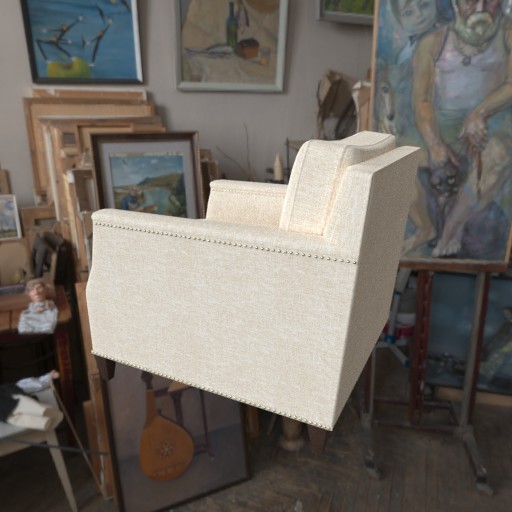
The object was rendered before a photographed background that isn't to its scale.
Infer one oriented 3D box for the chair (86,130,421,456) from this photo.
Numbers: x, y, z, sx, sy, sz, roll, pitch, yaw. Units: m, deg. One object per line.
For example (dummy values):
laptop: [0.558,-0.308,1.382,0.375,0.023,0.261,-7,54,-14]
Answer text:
chair: [0.000,0.000,1.743,1.041,0.940,0.838,9,20,26]
